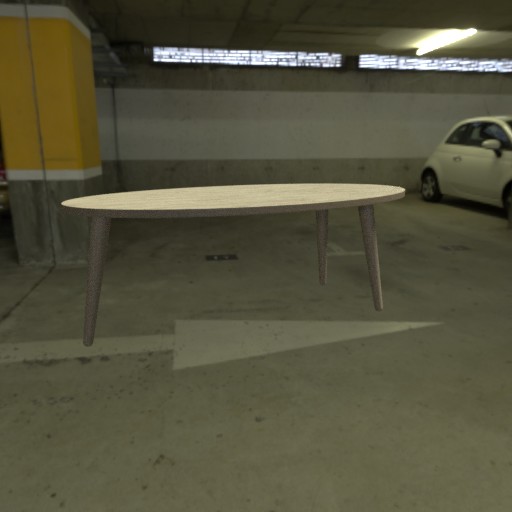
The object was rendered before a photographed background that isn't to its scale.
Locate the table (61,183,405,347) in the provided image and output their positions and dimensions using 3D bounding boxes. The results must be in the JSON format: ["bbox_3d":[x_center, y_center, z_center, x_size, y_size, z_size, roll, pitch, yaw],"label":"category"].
[{"bbox_3d":[0.000,0.000,1.384,1.083,0.390,0.542,-7,16,-26],"label":"table"}]
